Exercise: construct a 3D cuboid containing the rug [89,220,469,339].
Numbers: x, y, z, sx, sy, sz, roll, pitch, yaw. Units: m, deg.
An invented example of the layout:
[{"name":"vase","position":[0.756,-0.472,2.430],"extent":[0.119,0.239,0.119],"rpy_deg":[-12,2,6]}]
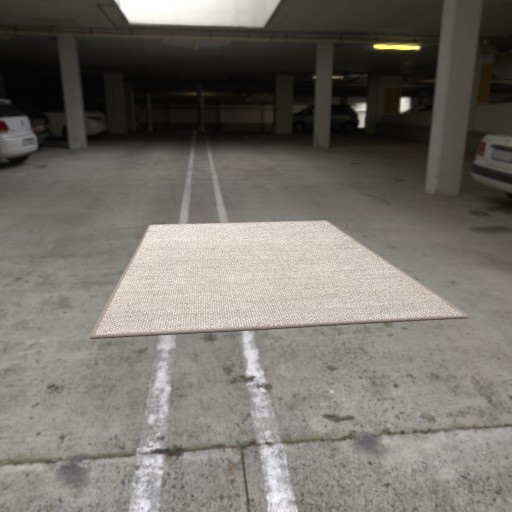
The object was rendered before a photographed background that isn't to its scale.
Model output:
[{"name":"rug","position":[0.000,0.000,2.738],"extent":[1.517,0.013,2.115],"rpy_deg":[-2,16,-7]}]
